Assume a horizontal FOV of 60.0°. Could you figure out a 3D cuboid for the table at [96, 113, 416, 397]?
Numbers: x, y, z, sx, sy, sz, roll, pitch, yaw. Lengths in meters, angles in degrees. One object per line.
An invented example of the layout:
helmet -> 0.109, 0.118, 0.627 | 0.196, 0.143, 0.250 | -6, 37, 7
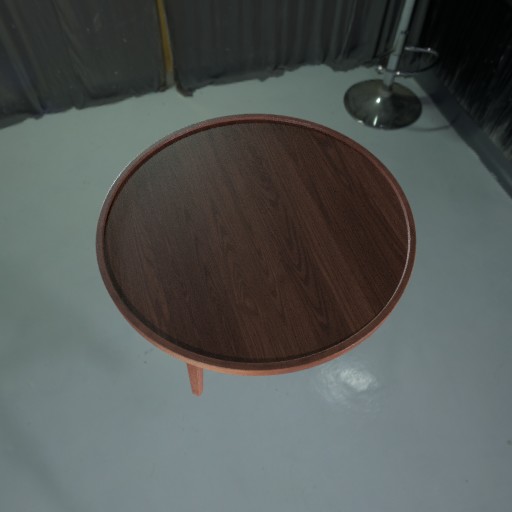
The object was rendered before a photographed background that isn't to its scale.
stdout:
table -> 0.000, 0.000, 1.276 | 0.800, 0.360, 0.800 | 0, 57, 0
